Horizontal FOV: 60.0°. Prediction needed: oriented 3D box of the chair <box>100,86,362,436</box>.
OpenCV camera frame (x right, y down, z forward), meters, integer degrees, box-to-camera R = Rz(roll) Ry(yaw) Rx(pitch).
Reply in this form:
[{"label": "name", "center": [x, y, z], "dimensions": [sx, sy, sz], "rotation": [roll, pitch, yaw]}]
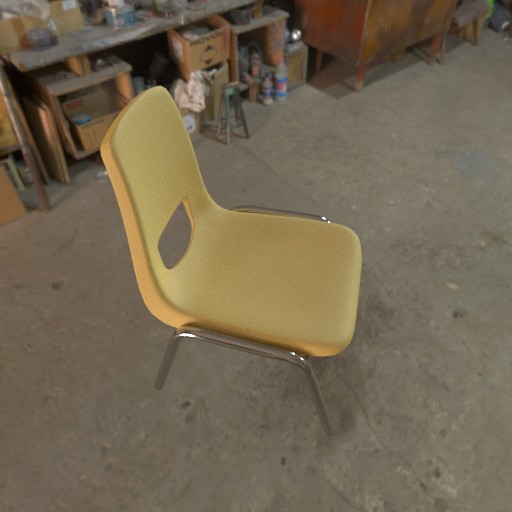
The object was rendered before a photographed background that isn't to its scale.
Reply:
[{"label": "chair", "center": [0.000, 0.000, 0.796], "dimensions": [0.385, 0.536, 0.354], "rotation": [10, 46, 10]}]
